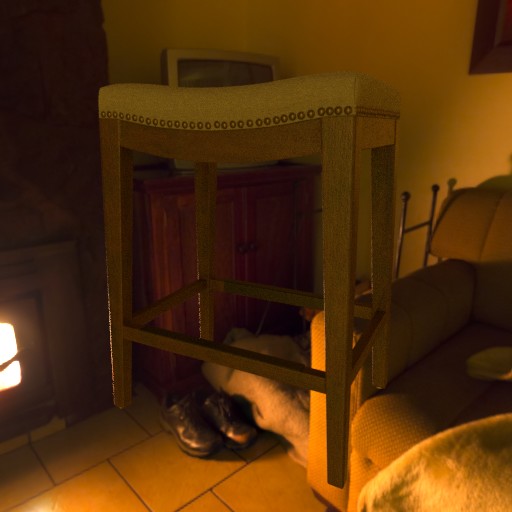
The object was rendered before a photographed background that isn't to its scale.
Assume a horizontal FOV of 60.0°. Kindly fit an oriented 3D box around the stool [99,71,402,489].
[{"bbox_3d":[0.000,0.000,0.909,0.508,0.660,0.356,8,18,26],"label":"stool"}]
